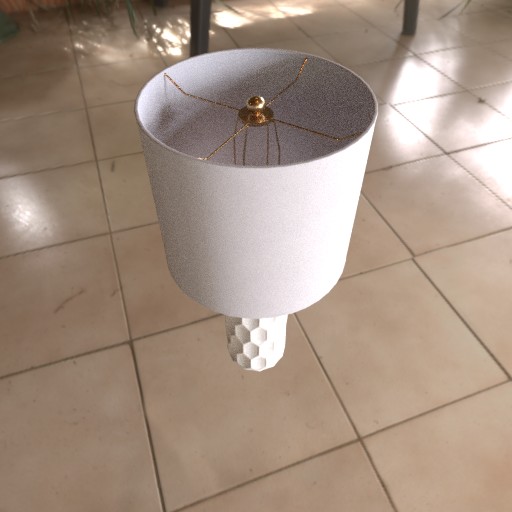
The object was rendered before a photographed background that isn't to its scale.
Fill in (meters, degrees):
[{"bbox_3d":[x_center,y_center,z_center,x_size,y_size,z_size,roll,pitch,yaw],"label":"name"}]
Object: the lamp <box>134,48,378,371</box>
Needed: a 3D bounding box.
[{"bbox_3d":[0.000,0.000,0.706,0.277,0.537,0.277,-16,49,-14],"label":"lamp"}]
